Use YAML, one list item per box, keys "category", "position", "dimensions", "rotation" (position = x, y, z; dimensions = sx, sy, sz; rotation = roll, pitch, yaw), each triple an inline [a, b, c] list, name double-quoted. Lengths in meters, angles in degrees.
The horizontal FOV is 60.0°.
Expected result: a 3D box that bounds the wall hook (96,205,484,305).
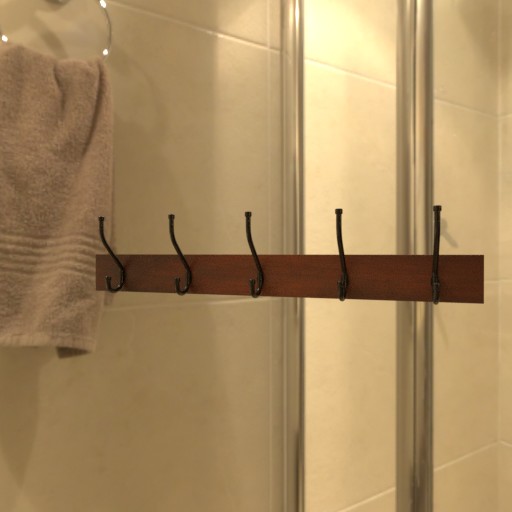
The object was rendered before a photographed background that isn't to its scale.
- category: "wall hook"
  position: [0.000, 0.000, 0.612]
  dimensions: [0.571, 0.117, 0.071]
  rotation: [0, 0, 19]
